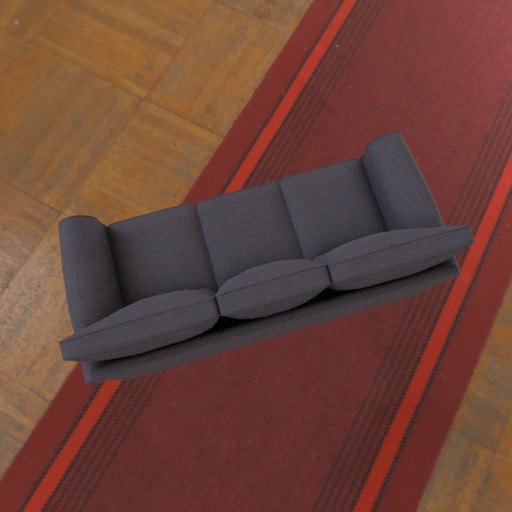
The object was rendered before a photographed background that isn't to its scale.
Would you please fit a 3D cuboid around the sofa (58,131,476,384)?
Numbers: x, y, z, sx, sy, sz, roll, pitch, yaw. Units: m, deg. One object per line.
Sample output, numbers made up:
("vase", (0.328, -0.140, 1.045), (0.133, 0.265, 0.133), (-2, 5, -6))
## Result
("sofa", (0.000, 0.000, 2.587), (2.084, 0.966, 0.909), (-16, 75, -4))
